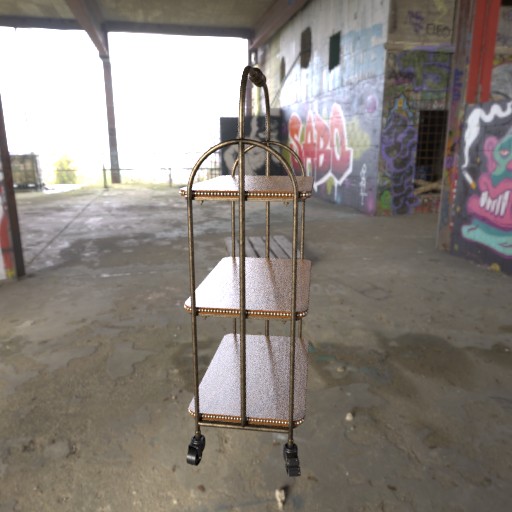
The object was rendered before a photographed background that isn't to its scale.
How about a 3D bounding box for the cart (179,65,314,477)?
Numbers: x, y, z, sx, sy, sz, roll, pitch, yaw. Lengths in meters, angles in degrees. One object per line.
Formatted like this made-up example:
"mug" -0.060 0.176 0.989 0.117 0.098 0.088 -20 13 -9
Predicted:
"cart" 0.000 0.000 1.335 0.330 1.052 0.650 2 14 8
